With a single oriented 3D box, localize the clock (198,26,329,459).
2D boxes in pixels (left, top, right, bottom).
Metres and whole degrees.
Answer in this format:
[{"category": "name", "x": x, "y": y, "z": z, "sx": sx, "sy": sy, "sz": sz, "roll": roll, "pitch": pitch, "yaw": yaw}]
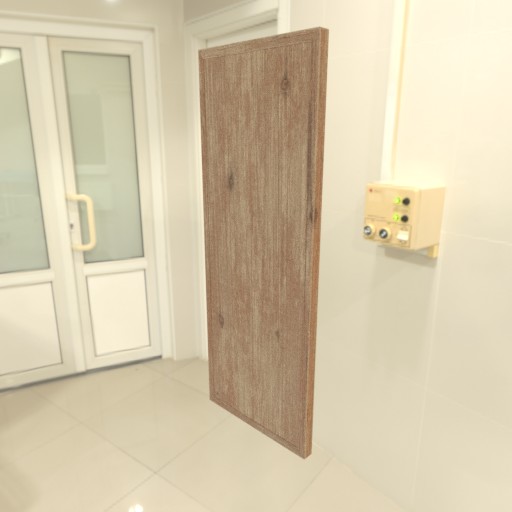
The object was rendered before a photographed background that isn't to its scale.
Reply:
[{"category": "clock", "x": 0.000, "y": 0.000, "z": 1.087, "sx": 0.361, "sy": 0.965, "sz": 0.030, "roll": 15, "pitch": 22, "yaw": 42}]
